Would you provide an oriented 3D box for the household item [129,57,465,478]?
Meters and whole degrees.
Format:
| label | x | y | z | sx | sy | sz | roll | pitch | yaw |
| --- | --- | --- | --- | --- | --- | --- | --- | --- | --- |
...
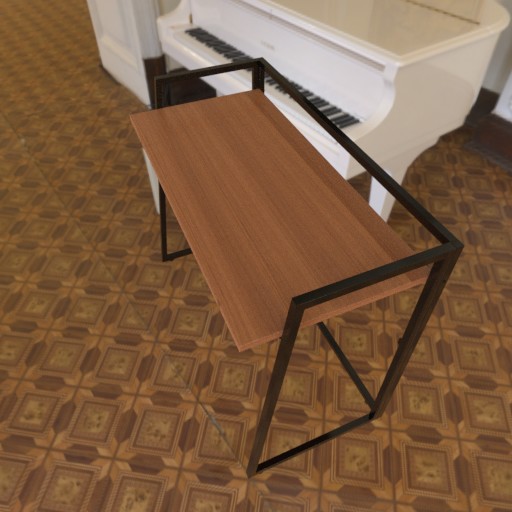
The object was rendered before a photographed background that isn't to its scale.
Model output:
| label | x | y | z | sx | sy | sz | roll | pitch | yaw |
| --- | --- | --- | --- | --- | --- | --- | --- | --- | --- |
| household item | 0.000 | 0.000 | 1.509 | 0.510 | 0.860 | 1.050 | -18 | 49 | -16 |
